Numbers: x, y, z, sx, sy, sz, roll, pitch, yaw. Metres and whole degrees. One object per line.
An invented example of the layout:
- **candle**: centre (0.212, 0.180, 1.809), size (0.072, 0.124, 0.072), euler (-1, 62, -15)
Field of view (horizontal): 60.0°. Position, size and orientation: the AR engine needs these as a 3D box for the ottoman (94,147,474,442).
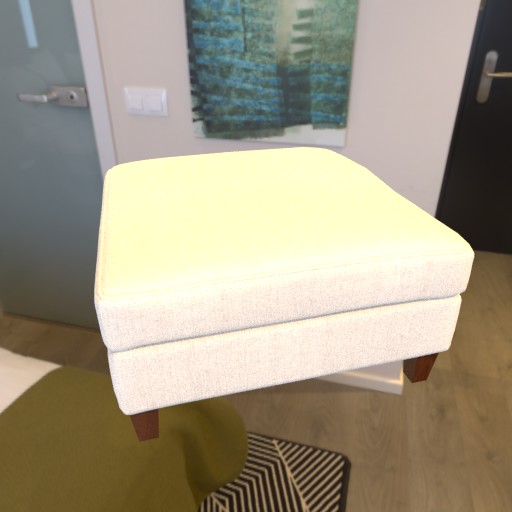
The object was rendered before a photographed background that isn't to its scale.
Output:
- **ottoman**: centre (0.000, 0.000, 1.326), size (0.838, 0.478, 0.838), euler (-7, 30, -13)
